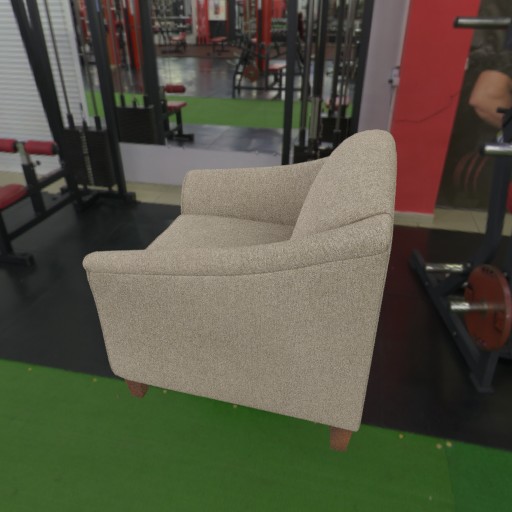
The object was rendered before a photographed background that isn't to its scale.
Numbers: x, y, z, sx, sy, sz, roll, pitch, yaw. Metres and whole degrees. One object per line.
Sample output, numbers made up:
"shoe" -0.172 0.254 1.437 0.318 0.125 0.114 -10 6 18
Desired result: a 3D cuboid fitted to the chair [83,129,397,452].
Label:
"chair" 0.000 0.000 1.461 0.787 0.839 0.763 8 31 13
